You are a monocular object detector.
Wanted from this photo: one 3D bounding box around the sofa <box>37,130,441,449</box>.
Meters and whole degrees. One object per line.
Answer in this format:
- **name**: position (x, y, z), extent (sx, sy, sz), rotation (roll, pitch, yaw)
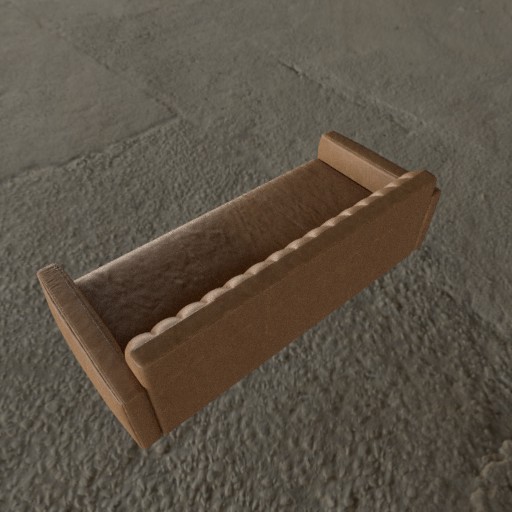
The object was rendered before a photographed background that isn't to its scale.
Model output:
- **sofa**: position (0.000, 0.000, 2.714), extent (2.291, 0.821, 0.990), rotation (-31, 53, -26)
